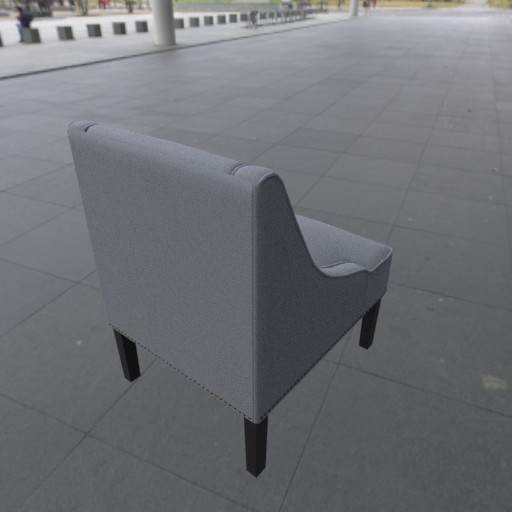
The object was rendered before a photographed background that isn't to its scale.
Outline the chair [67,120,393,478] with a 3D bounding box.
[{"bbox_3d":[0.000,0.000,1.385,0.631,0.867,0.747,22,37,33],"label":"chair"}]
